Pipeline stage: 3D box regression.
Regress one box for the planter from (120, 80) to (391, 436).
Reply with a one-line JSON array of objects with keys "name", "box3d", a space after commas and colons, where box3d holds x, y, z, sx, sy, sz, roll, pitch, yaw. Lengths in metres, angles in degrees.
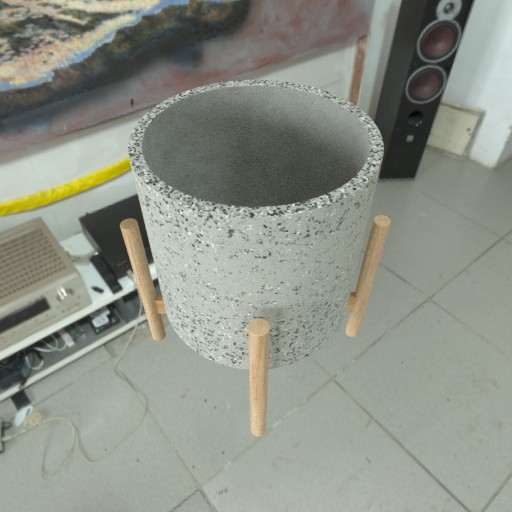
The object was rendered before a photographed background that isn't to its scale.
[{"name": "planter", "box3d": [0.000, 0.000, 0.685, 0.360, 0.419, 0.360, 16, 48, 15]}]
